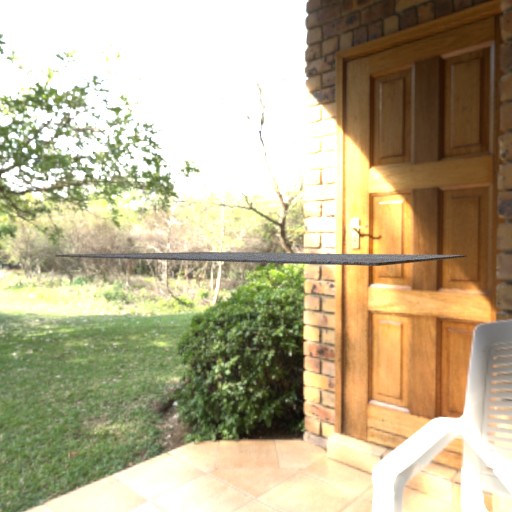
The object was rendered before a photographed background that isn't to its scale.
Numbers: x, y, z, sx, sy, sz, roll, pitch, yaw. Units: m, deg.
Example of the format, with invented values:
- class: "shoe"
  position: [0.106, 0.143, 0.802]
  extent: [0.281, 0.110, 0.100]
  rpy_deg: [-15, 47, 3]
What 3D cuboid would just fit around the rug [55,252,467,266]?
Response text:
- class: "rug"
  position: [0.000, 0.000, 2.361]
  extent: [1.829, 0.011, 1.219]
  rpy_deg: [1, 2, 37]
